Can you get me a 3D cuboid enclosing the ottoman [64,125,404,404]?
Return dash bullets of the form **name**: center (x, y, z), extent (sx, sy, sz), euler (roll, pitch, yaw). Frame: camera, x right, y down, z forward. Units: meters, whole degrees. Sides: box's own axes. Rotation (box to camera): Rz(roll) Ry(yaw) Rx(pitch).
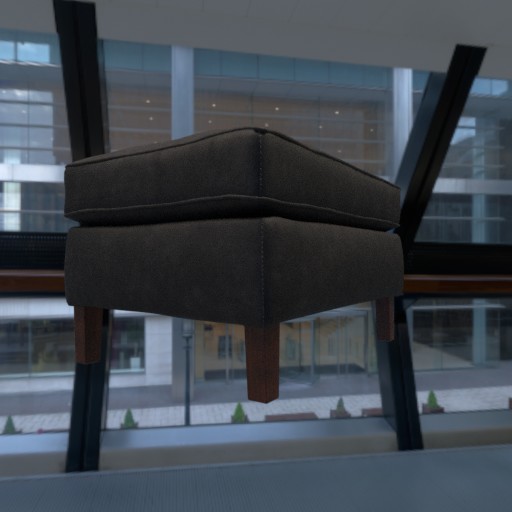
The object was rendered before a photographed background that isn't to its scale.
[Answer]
- **ottoman**: center (0.000, 0.000, 0.981), extent (0.501, 0.413, 0.665), euler (0, 0, 34)
